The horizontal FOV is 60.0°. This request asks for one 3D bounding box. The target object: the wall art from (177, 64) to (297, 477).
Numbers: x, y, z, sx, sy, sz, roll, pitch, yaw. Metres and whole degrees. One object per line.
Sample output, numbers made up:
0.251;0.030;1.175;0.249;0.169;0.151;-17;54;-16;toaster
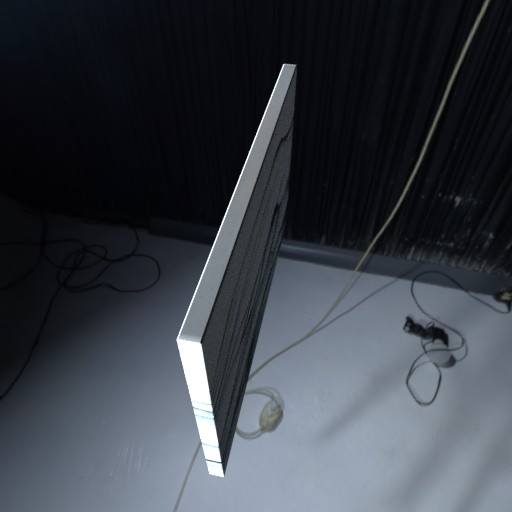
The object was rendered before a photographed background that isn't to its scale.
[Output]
0.000;0.000;1.157;0.039;0.609;0.914;9;48;8;wall art
